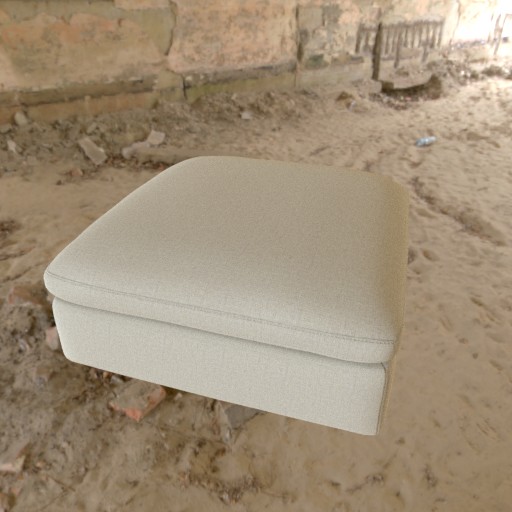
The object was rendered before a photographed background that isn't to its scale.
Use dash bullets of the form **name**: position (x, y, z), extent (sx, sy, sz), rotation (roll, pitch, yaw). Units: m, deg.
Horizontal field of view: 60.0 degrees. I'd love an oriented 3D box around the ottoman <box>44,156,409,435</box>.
- **ottoman**: position (0.000, 0.000, 1.532), extent (0.977, 0.467, 0.996), rotation (9, 33, 15)
